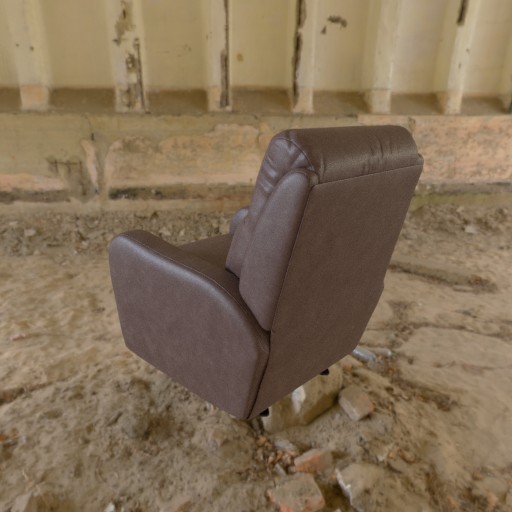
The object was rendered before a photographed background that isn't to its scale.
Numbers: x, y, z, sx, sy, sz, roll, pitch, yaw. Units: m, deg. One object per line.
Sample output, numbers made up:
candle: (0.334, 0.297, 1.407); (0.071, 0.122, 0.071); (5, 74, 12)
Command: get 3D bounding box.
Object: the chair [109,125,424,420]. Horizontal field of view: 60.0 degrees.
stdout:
chair: (0.000, 0.000, 1.847); (0.865, 1.067, 1.067); (-18, 26, -42)
